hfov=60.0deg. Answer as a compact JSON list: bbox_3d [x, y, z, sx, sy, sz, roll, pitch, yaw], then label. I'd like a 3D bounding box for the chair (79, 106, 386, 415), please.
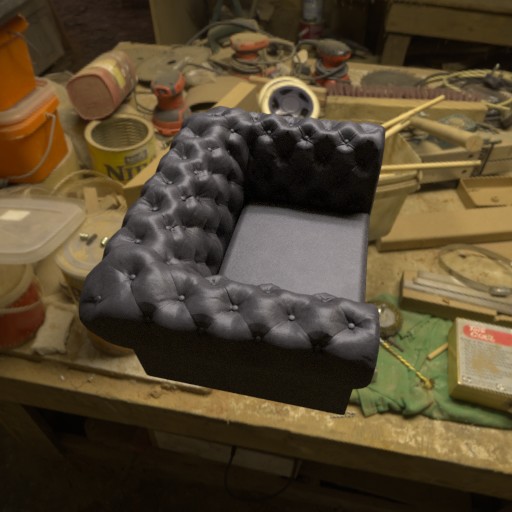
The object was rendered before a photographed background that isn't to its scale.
[{"bbox_3d":[0.000,0.000,1.902,0.943,0.780,1.298,9,47,8],"label":"chair"}]
